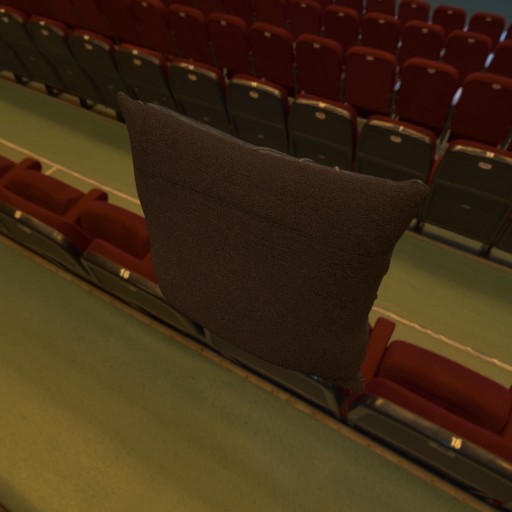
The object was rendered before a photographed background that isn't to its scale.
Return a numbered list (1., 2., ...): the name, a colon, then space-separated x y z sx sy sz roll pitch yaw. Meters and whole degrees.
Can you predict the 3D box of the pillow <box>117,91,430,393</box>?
1. pillow: 0.000 0.000 0.686 0.439 0.440 0.183 23 51 20
